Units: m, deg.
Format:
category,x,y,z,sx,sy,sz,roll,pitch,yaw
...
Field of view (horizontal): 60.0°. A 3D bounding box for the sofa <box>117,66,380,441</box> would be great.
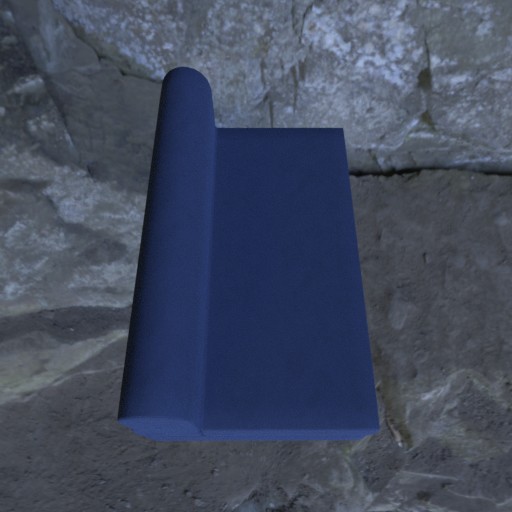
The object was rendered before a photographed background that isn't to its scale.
category,x,y,z,sx,sy,sz,roll,pitch,yaw
sofa,0.000,0.000,1.618,0.762,0.660,1.219,0,63,0
